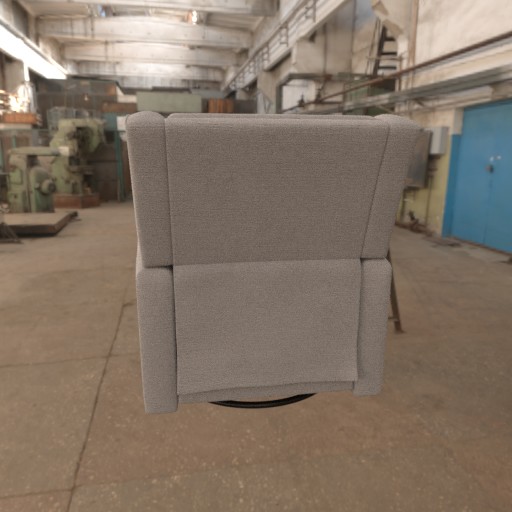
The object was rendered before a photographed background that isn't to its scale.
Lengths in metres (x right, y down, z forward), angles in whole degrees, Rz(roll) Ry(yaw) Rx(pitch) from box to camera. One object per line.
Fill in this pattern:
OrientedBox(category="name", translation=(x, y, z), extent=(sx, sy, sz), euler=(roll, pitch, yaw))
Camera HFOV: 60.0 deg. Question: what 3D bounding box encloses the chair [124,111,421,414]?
OrientedBox(category="chair", translation=(0.000, 0.000, 1.641), extent=(0.906, 0.966, 0.854), euler=(-2, 13, -9))
